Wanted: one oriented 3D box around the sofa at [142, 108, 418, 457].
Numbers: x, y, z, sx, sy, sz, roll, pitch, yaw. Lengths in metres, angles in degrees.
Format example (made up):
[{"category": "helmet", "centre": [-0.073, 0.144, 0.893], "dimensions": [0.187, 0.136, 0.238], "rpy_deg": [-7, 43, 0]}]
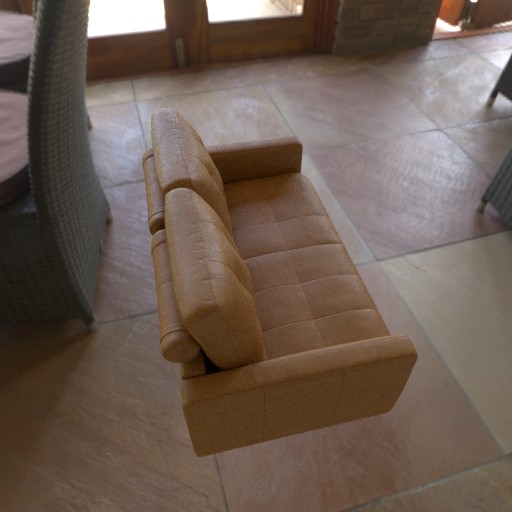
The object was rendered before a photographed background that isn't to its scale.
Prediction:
[{"category": "sofa", "centre": [0.000, 0.000, 1.981], "dimensions": [0.868, 0.898, 1.430], "rpy_deg": [-10, 48, -9]}]
